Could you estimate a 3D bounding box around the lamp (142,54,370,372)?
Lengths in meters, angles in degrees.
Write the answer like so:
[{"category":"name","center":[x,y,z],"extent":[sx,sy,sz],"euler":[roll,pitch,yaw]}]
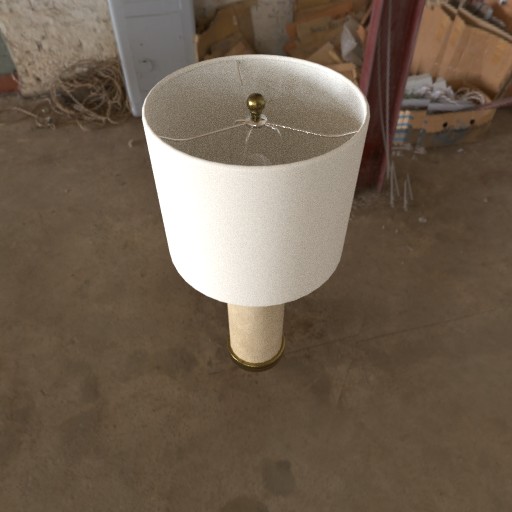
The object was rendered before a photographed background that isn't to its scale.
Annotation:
[{"category":"lamp","center":[0.000,0.000,0.824],"extent":[0.305,0.634,0.305],"euler":[16,49,14]}]
